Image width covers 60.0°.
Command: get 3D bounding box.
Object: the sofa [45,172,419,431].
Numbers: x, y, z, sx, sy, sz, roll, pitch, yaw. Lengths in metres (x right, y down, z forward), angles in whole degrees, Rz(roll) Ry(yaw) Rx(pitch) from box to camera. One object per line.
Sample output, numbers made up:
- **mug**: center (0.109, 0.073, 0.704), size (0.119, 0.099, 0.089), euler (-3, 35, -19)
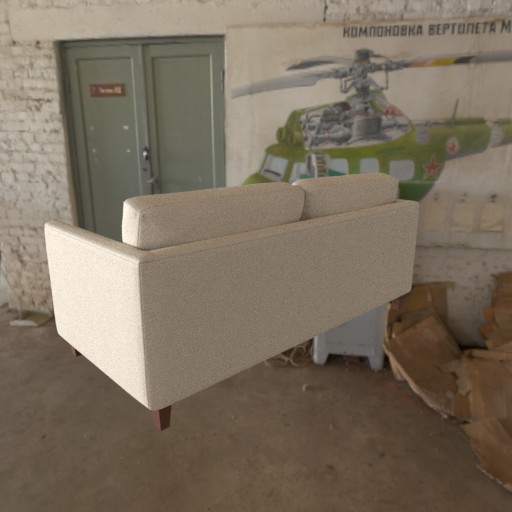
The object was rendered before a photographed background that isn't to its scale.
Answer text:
- **sofa**: center (0.000, 0.000, 2.521), size (1.981, 0.889, 0.965), euler (-14, 21, -42)
